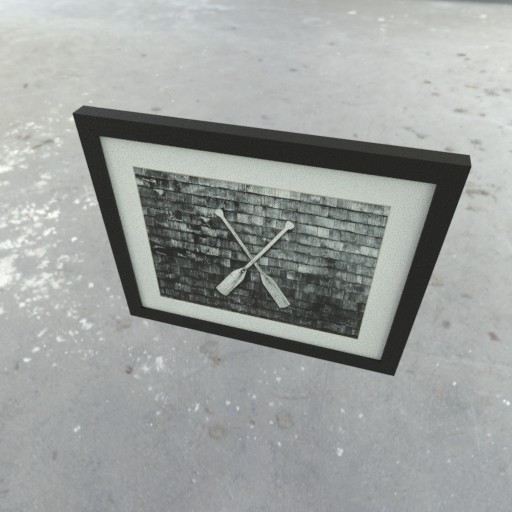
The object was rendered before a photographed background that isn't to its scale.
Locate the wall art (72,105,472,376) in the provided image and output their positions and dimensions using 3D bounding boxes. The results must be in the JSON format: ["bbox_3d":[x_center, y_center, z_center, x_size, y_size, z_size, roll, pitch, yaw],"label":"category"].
[{"bbox_3d":[0.000,0.000,0.763,0.558,0.457,0.029,11,43,12],"label":"wall art"}]
